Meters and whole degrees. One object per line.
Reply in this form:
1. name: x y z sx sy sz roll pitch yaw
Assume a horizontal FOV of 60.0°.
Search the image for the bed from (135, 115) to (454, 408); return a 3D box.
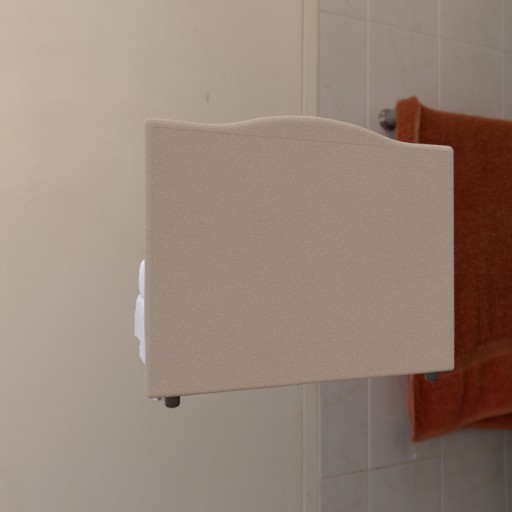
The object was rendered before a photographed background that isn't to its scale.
1. bed: 0.000 0.000 3.172 1.678 1.398 2.052 0 0 -18
